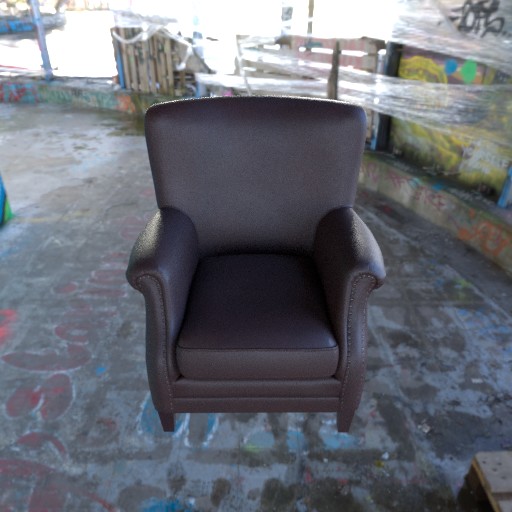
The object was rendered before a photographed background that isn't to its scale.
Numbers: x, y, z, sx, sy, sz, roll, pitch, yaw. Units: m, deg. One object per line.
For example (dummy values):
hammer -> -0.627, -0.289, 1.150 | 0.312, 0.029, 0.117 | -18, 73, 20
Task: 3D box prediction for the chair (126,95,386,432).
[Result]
chair -> 0.000, 0.000, 1.349 | 0.700, 0.800, 0.746 | 0, 32, 0
